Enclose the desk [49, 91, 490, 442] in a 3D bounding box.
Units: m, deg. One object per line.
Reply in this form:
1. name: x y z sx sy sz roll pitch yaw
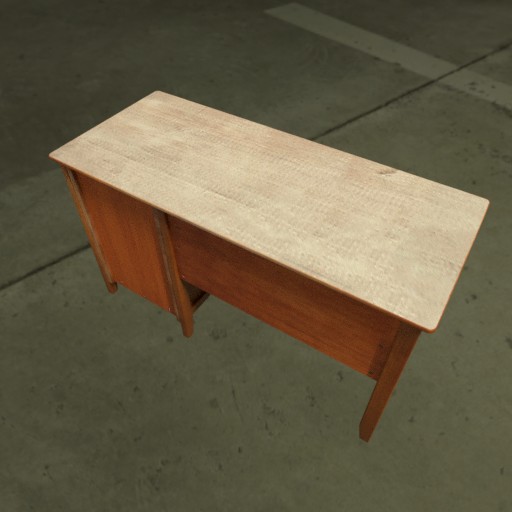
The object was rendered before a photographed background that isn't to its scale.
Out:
1. desk: 0.000 0.000 1.721 1.353 0.756 0.574 25 51 22
